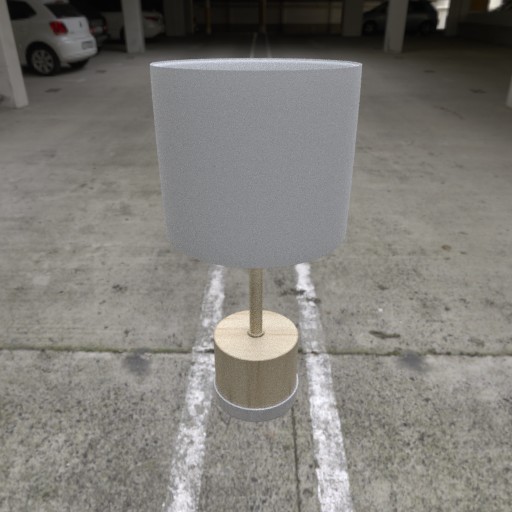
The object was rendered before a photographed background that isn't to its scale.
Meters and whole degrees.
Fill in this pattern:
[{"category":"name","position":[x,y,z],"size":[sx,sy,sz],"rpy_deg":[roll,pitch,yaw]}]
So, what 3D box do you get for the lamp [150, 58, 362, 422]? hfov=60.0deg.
[{"category":"lamp","position":[0.000,0.000,0.588],"size":[0.229,0.470,0.229],"rpy_deg":[0,26,0]}]
